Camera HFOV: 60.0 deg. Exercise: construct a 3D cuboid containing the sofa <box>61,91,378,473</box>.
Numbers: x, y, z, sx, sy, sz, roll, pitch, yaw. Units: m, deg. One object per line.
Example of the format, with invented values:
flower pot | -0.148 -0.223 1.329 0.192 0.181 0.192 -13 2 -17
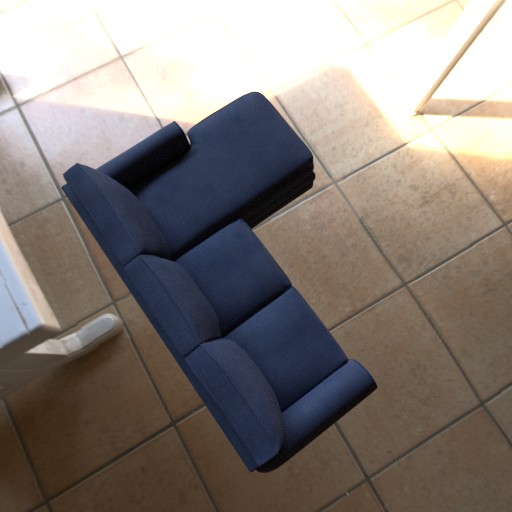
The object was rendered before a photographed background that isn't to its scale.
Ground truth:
sofa | 0.000 0.000 3.404 1.780 1.063 2.567 -35 78 -9
